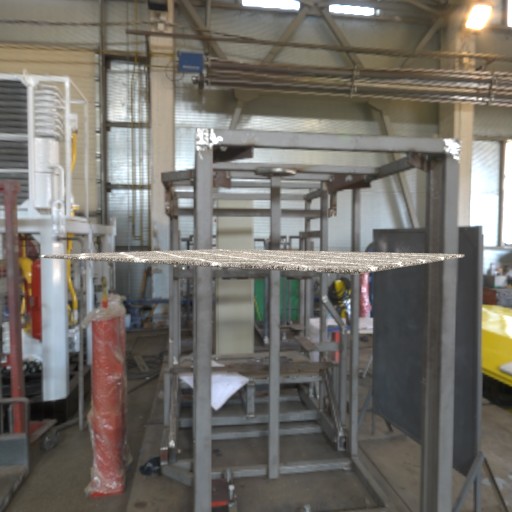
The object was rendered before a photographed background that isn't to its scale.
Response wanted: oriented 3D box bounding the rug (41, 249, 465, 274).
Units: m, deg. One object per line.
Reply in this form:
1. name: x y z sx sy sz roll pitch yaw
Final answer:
1. rug: 0.000 0.000 4.056 3.047 0.029 2.438 2 3 37
